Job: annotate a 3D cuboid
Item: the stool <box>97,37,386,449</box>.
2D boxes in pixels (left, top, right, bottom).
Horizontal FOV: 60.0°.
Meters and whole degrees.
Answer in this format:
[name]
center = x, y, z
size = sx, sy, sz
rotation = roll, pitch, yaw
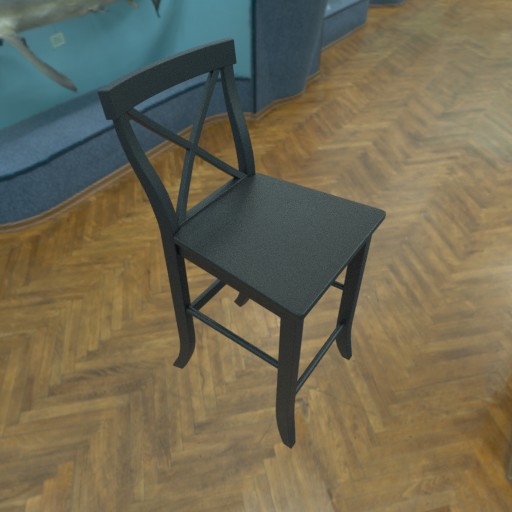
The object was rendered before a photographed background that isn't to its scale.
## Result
[stool]
center = 0.000, 0.000, 1.267
size = 0.559, 0.989, 0.452
rotation = 25, 48, 25
